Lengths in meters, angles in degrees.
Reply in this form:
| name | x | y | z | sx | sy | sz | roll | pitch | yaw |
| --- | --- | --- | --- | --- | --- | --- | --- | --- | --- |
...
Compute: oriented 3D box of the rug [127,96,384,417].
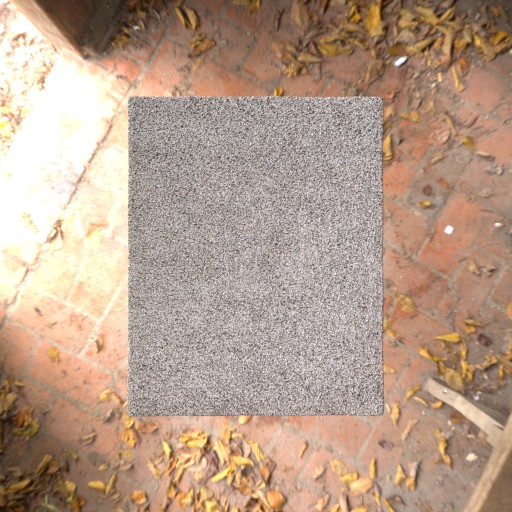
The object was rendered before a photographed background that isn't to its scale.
| name | x | y | z | sx | sy | sz | roll | pitch | yaw |
| --- | --- | --- | --- | --- | --- | --- | --- | --- | --- |
| rug | 0.000 | 0.000 | 4.225 | 2.438 | 0.029 | 3.047 | 0 | 90 | -1 |
